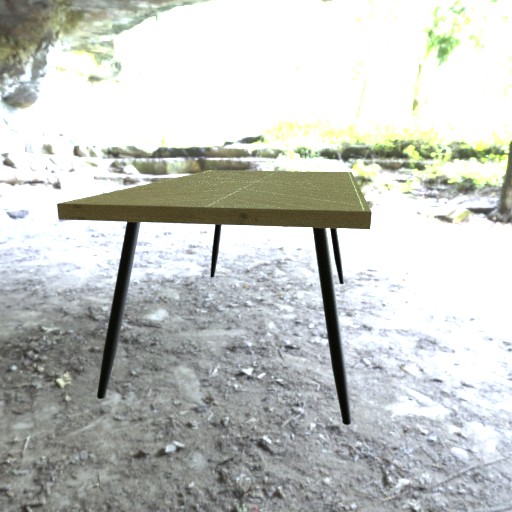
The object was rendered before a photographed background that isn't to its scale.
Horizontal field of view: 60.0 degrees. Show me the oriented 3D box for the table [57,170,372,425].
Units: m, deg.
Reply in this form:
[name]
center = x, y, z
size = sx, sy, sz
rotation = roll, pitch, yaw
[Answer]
[table]
center = 0.000, 0.000, 2.304
size = 0.991, 0.762, 1.803
rotation = 3, 15, 10
